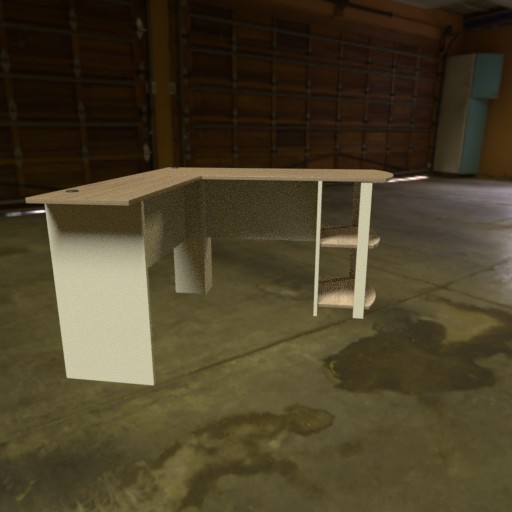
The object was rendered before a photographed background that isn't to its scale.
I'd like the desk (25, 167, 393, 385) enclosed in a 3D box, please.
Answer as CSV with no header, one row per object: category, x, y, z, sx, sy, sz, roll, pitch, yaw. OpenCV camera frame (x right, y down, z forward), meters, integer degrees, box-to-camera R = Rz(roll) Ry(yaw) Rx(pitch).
desk,0.000,0.000,2.083,1.303,0.716,1.361,2,16,8
